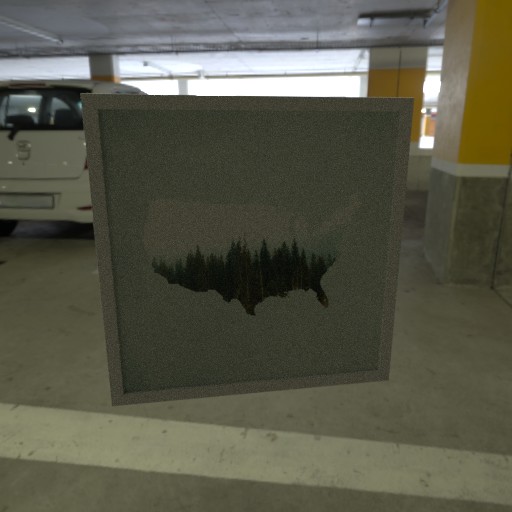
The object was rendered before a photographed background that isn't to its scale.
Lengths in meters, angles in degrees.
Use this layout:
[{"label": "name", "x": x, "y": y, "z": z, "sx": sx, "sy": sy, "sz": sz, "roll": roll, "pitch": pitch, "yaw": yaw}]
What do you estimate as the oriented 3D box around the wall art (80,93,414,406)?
[{"label": "wall art", "x": 0.000, "y": 0.000, "z": 1.121, "sx": 0.762, "sy": 0.762, "sz": 0.038, "roll": -3, "pitch": 16, "yaw": -9}]
